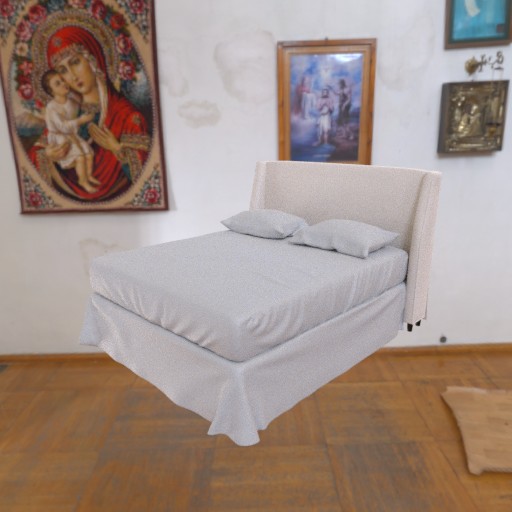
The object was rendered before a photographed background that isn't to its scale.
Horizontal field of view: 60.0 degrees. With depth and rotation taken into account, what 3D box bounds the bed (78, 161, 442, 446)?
[{"bbox_3d":[0.000,0.000,3.501,1.925,1.332,2.276,14,21,42],"label":"bed"}]
